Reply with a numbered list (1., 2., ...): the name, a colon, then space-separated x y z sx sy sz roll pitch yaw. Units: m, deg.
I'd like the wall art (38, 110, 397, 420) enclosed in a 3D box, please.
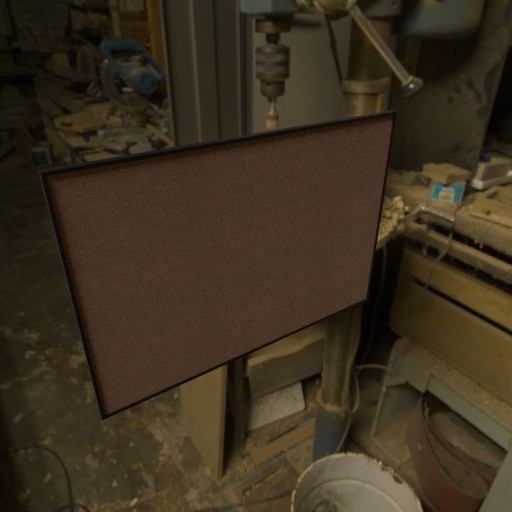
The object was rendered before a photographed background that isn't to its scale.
1. wall art: 0.000 0.000 1.209 0.957 0.660 0.019 -18 34 -29
